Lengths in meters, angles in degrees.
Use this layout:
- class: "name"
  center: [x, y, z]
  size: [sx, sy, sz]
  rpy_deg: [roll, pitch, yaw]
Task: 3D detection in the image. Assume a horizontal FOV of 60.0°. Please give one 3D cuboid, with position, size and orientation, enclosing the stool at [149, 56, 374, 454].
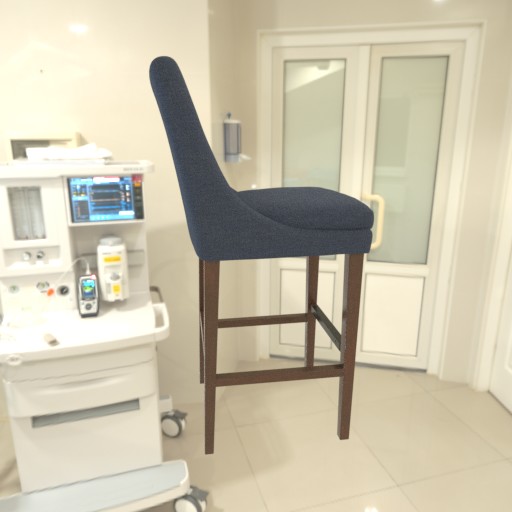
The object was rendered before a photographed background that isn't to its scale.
- class: "stool"
  center: [0.000, 0.000, 1.376]
  size: [0.577, 1.078, 0.470]
  rpy_deg: [-3, 16, -9]
